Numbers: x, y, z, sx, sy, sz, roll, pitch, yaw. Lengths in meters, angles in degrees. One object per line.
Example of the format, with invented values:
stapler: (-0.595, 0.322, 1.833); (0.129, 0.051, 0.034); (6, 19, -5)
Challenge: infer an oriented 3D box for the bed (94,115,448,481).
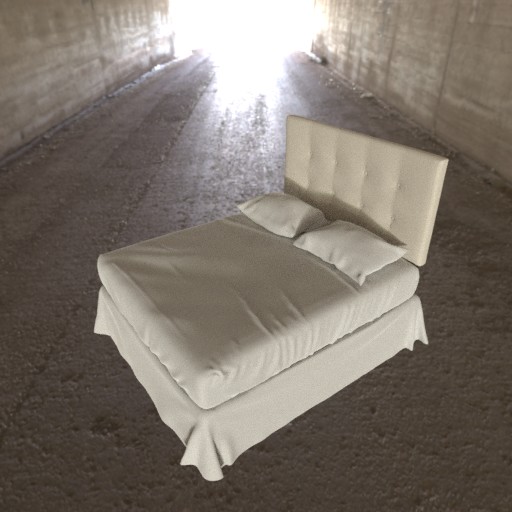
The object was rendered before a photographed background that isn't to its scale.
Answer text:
bed: (0.000, 0.000, 3.408); (2.222, 1.577, 1.936); (-20, 36, -31)
